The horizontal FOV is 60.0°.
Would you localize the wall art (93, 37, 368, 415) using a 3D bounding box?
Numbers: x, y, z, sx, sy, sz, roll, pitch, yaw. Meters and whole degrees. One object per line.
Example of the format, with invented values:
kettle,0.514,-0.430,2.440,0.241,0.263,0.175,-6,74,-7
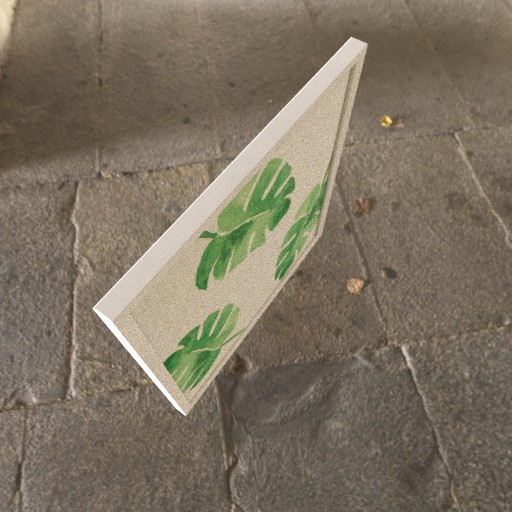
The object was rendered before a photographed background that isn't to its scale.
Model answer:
wall art,0.000,0.000,1.119,0.040,0.762,0.762,32,65,16
